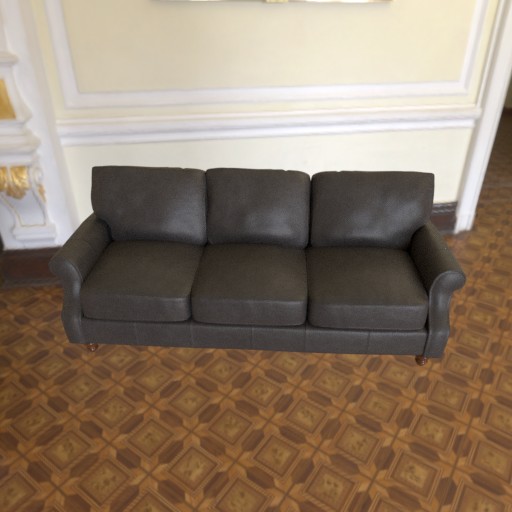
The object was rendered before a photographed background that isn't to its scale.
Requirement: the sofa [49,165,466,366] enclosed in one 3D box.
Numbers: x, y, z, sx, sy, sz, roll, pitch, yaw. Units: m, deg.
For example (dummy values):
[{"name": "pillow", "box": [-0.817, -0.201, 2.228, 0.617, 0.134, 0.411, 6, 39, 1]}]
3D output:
[{"name": "sofa", "box": [0.000, 0.000, 2.840, 2.387, 0.977, 0.974, 2, 30, 3]}]
